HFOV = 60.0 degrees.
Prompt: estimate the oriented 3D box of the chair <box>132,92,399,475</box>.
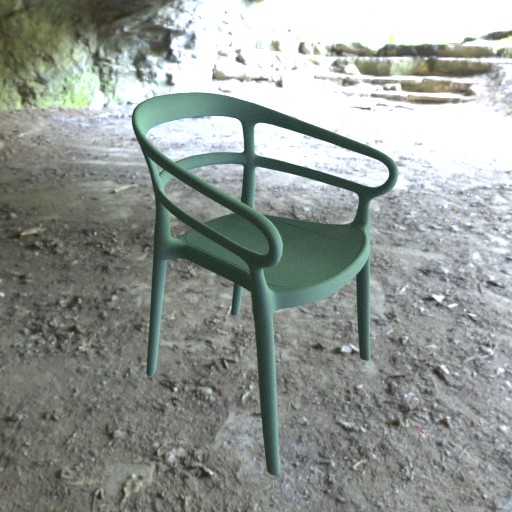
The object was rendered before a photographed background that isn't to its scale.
[{"bbox_3d":[0.000,0.000,1.146,0.527,0.761,0.559,18,32,33],"label":"chair"}]
